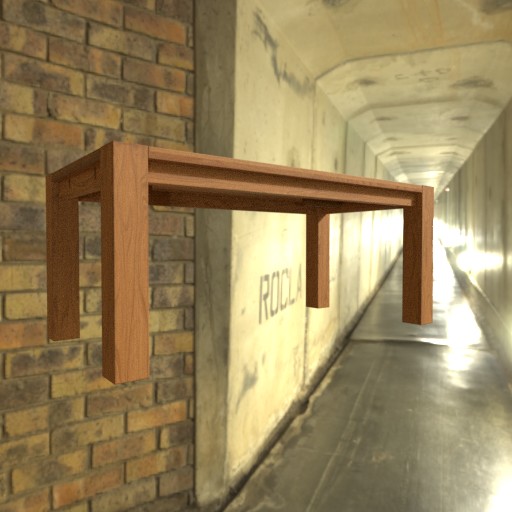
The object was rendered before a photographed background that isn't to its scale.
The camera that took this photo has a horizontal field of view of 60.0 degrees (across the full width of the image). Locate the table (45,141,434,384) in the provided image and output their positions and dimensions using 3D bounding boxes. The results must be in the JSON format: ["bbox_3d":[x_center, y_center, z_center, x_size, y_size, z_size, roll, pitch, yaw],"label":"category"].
[{"bbox_3d":[0.000,0.000,2.278,1.800,0.760,0.900,-1,2,-37],"label":"table"}]
